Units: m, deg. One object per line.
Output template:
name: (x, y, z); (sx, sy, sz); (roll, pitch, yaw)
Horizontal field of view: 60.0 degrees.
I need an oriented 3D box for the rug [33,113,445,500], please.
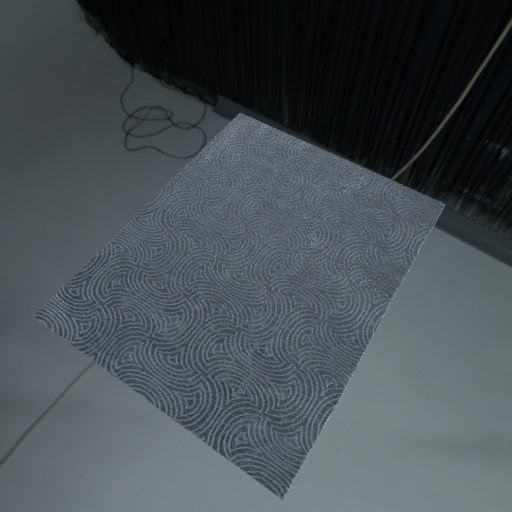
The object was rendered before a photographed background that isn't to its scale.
rug: (0.000, 0.000, 4.013); (2.456, 0.021, 3.042); (29, 62, 17)
